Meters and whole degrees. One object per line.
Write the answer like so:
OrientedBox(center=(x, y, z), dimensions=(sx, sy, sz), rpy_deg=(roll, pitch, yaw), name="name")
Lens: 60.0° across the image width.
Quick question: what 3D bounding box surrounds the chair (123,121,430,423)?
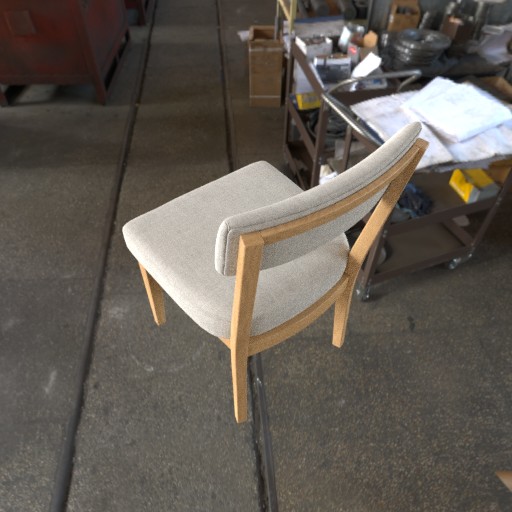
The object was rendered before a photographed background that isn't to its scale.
OrientedBox(center=(0.000, 0.000, 1.190), dimensions=(0.508, 0.832, 0.572), rpy_deg=(-30, 54, -25), name="chair")
